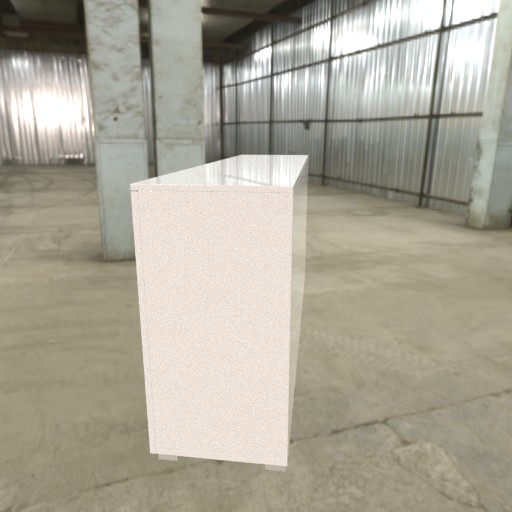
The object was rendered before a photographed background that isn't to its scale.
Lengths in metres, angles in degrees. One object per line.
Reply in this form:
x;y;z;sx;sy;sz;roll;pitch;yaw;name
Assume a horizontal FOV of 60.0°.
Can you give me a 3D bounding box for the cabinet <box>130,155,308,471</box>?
0.000;0.000;1.956;0.400;0.800;1.650;2;15;7;cabinet
